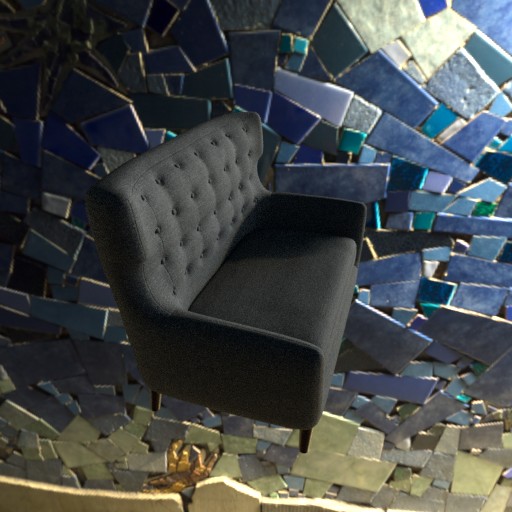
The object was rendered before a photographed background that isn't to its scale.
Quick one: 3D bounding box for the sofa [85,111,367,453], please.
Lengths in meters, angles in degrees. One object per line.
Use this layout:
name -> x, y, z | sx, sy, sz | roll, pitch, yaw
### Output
sofa -> 0.000, 0.000, 2.047 | 0.874, 1.028, 1.358 | 9, 30, 16
